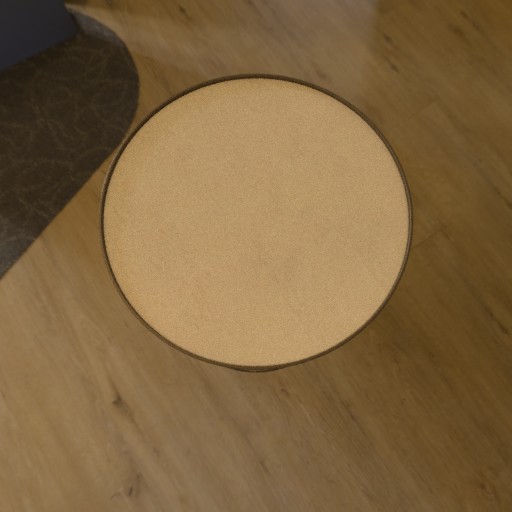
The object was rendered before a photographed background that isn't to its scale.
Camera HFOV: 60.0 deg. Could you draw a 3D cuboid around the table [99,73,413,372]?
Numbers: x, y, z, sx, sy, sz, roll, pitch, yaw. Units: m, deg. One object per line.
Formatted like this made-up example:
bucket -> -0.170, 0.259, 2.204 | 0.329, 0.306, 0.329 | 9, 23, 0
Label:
table -> 0.000, 0.000, 0.950 | 0.480, 0.565, 0.480 | 0, 75, 0
